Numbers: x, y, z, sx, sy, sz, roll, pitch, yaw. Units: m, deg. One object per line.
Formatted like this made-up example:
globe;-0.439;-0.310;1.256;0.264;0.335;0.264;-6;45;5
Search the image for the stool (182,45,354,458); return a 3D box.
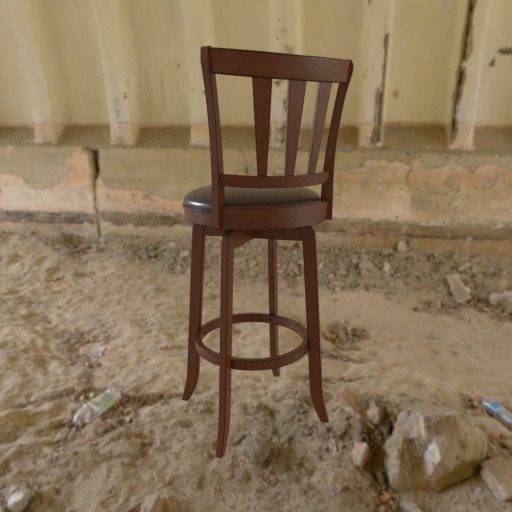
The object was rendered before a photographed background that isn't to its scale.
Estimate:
stool;0.000;0.000;1.455;0.464;1.177;0.503;-7;16;-26
